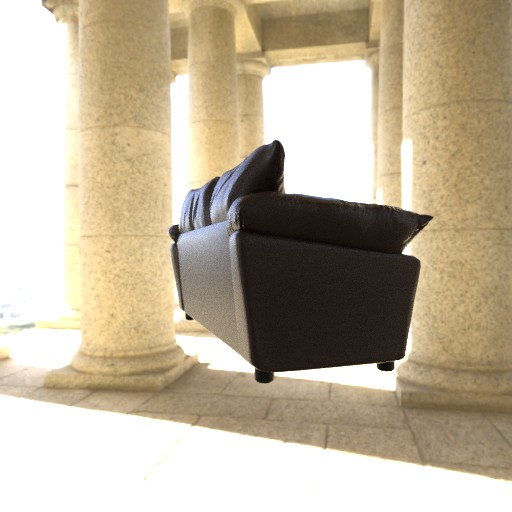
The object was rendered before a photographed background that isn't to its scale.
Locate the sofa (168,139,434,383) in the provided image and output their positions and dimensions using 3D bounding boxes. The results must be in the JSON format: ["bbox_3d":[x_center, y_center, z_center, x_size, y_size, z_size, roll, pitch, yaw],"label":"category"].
[{"bbox_3d":[0.000,0.000,2.939,0.907,1.091,2.390,0,0,-18],"label":"sofa"}]
